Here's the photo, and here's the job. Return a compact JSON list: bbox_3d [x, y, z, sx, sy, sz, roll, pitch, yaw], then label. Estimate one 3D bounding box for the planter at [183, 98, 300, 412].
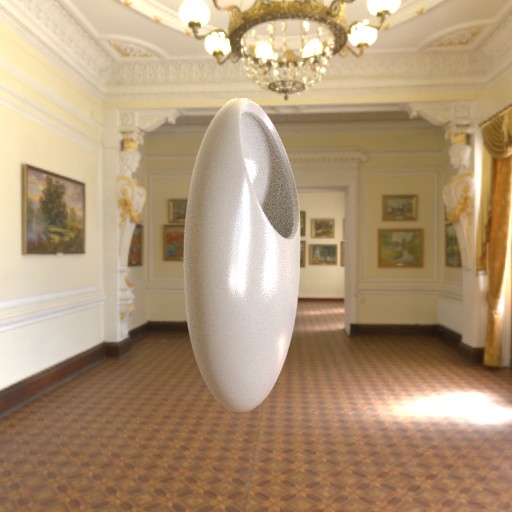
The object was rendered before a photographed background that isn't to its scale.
[{"bbox_3d":[0.000,0.000,0.280,0.043,0.188,0.185,0,0,17],"label":"planter"}]
